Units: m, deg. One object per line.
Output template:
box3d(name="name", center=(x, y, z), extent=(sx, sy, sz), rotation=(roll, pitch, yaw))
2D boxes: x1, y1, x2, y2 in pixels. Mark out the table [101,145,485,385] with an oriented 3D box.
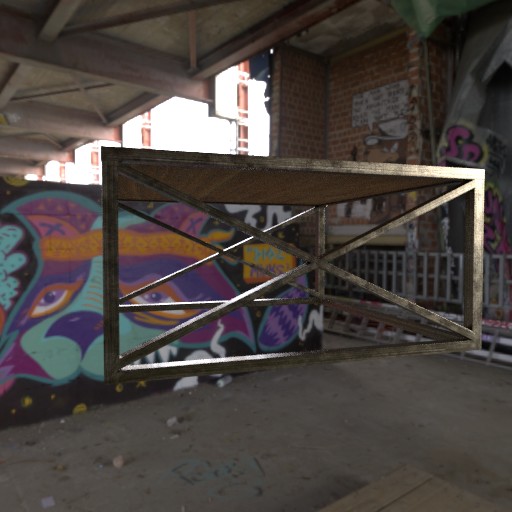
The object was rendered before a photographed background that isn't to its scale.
box3d(name="table", center=(0.000, 0.000, 1.401), extent=(0.899, 0.451, 0.909), rotation=(-1, 2, -18))
